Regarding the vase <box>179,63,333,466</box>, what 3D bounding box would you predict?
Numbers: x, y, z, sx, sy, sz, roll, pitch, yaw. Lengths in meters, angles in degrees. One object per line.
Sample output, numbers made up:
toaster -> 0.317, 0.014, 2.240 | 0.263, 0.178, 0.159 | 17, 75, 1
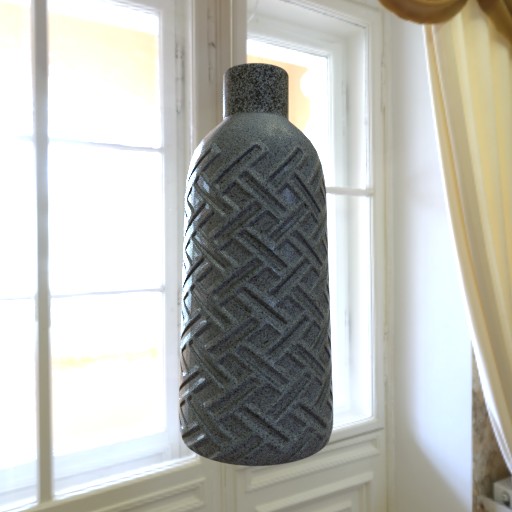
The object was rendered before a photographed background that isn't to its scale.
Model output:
vase -> 0.000, 0.000, 0.351 | 0.122, 0.282, 0.122 | 0, 1, 0
